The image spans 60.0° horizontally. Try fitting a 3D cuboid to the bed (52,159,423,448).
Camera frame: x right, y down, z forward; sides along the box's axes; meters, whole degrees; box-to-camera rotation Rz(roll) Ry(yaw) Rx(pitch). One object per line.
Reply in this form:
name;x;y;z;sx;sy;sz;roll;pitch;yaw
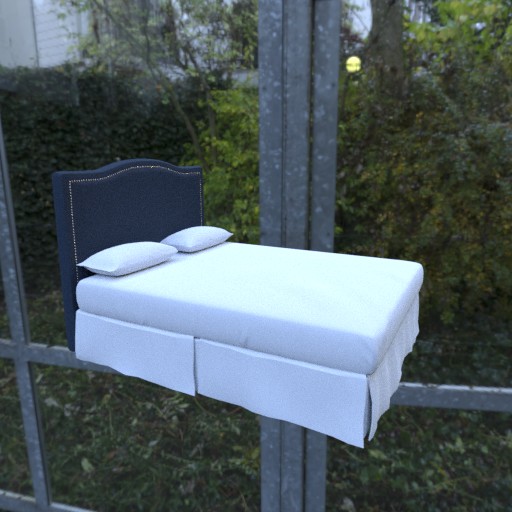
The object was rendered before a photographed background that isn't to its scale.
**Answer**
bed;0.000;0.000;3.380;2.282;1.436;1.821;7;15;27
